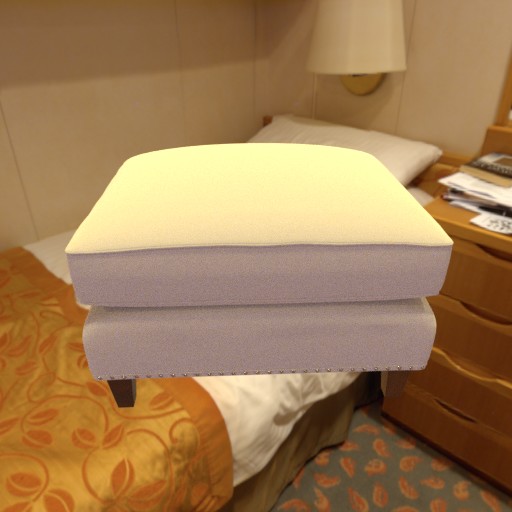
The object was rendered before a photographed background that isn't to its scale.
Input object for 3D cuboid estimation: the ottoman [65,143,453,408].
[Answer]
[{"bbox_3d":[0.000,0.000,1.150,0.741,0.513,0.584,-1,30,-2],"label":"ottoman"}]
